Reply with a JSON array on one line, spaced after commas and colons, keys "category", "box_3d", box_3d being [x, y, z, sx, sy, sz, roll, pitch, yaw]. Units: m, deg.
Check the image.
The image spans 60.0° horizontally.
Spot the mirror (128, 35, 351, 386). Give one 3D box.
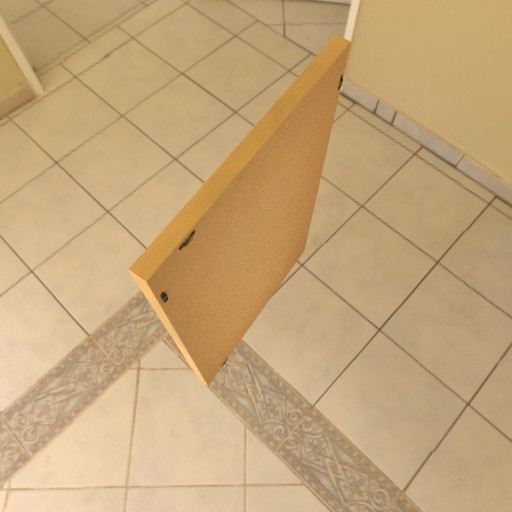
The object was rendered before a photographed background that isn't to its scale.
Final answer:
[{"category": "mirror", "box_3d": [0.000, 0.000, 1.168, 0.040, 0.915, 0.609, 32, 69, 14]}]
